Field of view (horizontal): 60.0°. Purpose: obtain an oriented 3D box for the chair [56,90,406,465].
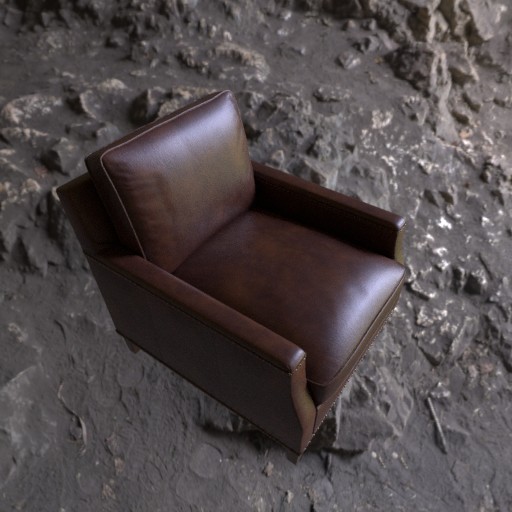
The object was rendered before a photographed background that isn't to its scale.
[{"bbox_3d":[0.000,0.000,1.697,1.014,0.929,0.853,25,48,26],"label":"chair"}]
